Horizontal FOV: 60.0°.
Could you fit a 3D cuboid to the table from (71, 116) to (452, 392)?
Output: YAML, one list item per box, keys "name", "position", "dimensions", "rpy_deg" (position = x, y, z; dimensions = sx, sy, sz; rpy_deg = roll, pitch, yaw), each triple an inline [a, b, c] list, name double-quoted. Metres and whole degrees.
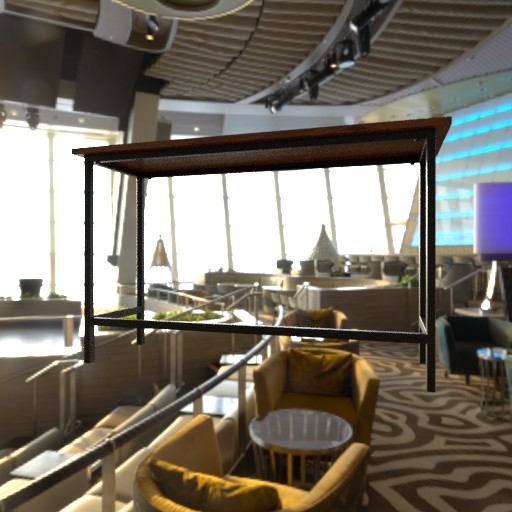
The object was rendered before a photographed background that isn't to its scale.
- name: "table"
  position: [0.000, 0.000, 1.539]
  dimensions: [1.204, 0.740, 0.408]
  rpy_deg: [0, 0, 17]
